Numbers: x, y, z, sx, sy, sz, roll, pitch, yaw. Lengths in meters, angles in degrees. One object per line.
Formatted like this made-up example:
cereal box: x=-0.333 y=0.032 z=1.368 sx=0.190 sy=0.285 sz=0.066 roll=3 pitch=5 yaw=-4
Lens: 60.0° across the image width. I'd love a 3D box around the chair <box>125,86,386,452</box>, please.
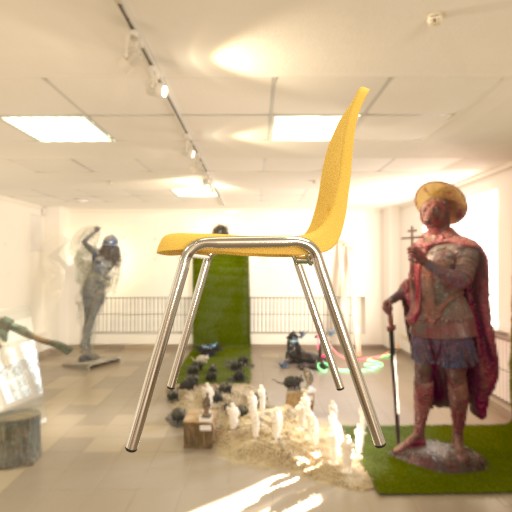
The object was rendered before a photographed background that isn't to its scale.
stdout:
chair: x=0.000 y=0.000 z=0.921 sx=0.436 sy=0.653 sz=0.381 roll=0 pitch=-1 yaw=-1
